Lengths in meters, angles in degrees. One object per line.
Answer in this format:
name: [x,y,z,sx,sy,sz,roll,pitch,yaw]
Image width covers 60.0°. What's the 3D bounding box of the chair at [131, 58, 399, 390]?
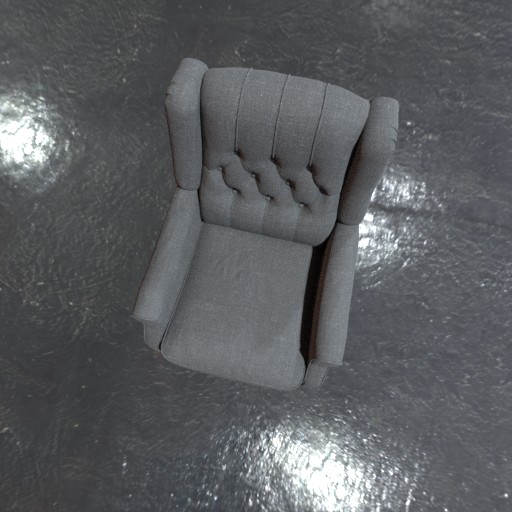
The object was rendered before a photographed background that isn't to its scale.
chair: [0.000,0.000,1.637,0.742,1.035,0.898,13,75,3]
